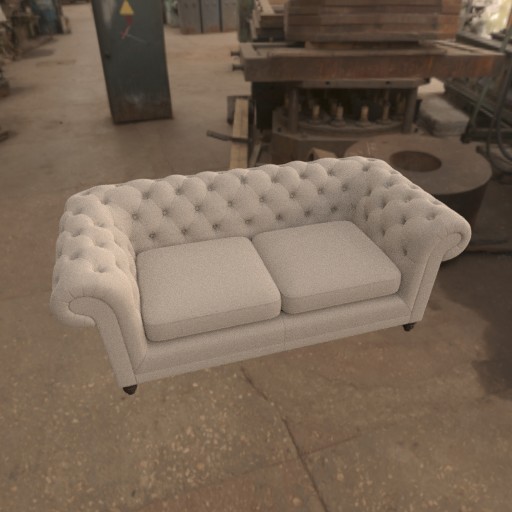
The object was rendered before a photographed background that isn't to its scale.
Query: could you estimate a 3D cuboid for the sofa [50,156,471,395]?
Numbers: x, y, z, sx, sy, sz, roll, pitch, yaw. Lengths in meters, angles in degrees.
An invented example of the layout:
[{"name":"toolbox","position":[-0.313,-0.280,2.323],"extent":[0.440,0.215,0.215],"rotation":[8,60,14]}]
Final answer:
[{"name":"sofa","position":[0.000,0.000,2.501],"extent":[1.998,0.764,0.986],"rotation":[-9,34,-14]}]
